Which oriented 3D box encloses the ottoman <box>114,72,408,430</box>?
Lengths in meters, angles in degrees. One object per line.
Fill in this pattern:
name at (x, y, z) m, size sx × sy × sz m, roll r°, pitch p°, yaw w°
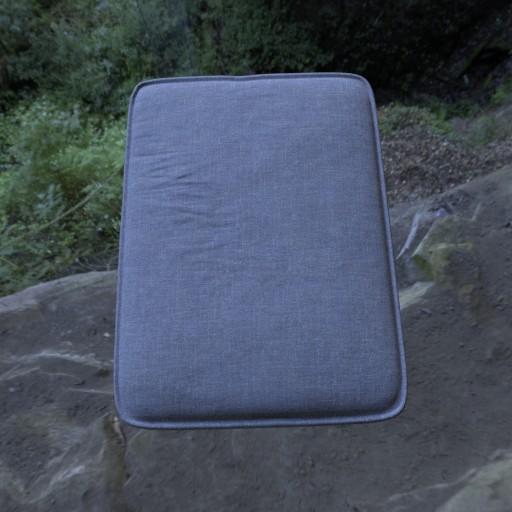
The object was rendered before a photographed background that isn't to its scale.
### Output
ottoman at (0.000, 0.000, 1.086) m, size 0.559 × 0.457 × 0.762 m, roll -2°, pitch 75°, yaw 0°
